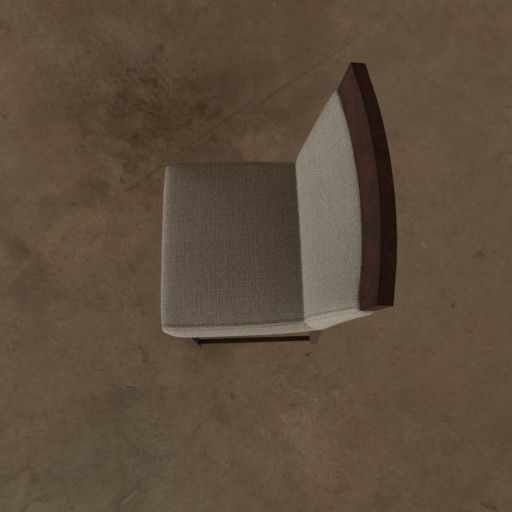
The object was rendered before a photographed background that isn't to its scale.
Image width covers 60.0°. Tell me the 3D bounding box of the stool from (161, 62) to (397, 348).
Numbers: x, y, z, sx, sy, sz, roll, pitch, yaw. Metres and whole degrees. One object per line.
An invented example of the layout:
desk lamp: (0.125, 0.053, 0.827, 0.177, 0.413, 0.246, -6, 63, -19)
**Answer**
stool: (0.000, 0.000, 1.379, 0.531, 1.117, 0.511, -2, 74, 0)
